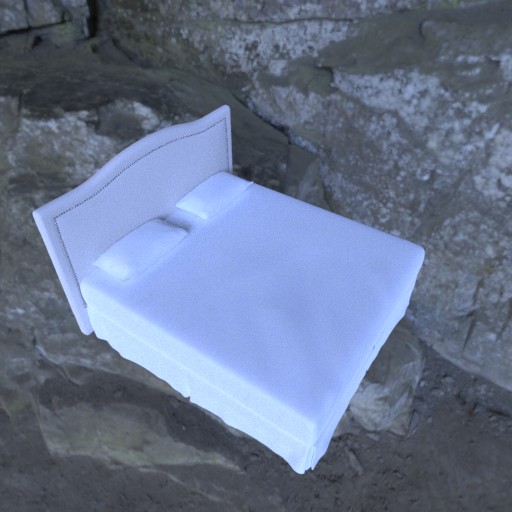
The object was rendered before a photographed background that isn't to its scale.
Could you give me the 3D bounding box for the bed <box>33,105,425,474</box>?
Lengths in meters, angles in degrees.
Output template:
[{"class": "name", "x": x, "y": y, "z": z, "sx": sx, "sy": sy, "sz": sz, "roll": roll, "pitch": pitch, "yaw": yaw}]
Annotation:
[{"class": "bed", "x": 0.000, "y": 0.000, "z": 3.487, "sx": 2.182, "sy": 1.421, "sz": 2.083, "roll": 25, "pitch": 47, "yaw": 25}]
